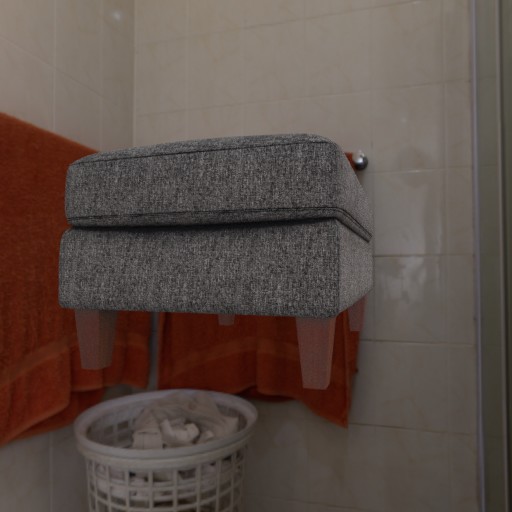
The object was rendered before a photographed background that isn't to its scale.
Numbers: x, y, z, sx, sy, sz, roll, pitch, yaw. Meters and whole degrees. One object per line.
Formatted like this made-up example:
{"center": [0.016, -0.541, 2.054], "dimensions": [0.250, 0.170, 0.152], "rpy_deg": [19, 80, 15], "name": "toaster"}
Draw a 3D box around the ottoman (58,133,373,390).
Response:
{"center": [0.000, 0.000, 1.213], "dimensions": [0.584, 0.483, 0.864], "rpy_deg": [0, -1, 18], "name": "ottoman"}
